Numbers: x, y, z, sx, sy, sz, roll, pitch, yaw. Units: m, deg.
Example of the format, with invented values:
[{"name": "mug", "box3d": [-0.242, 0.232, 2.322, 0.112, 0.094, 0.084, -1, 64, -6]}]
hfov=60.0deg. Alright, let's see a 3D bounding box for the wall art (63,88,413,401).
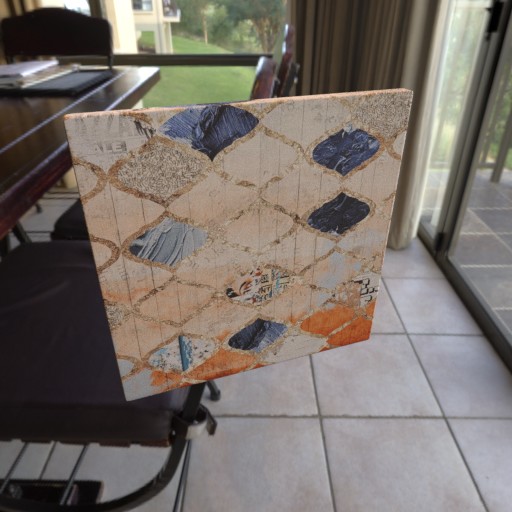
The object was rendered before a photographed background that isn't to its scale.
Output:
[{"name": "wall art", "box3d": [0.000, 0.000, 1.352, 0.912, 0.914, 0.039, -10, 33, -16]}]
